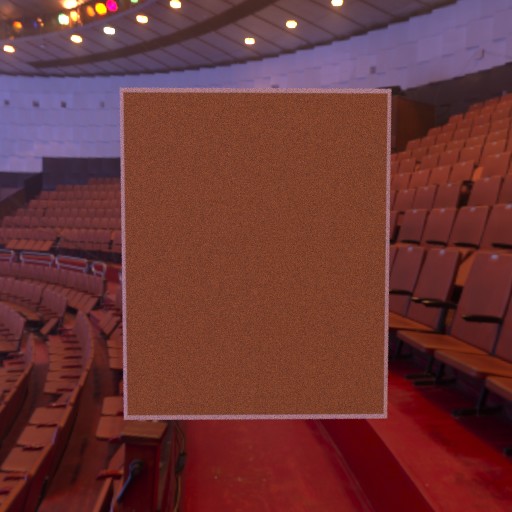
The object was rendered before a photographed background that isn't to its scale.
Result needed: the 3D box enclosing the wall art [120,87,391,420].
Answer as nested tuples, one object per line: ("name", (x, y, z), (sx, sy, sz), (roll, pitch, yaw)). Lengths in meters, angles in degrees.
("wall art", (0.000, 0.000, 0.748), (0.443, 0.549, 0.030), (0, 2, -1))
